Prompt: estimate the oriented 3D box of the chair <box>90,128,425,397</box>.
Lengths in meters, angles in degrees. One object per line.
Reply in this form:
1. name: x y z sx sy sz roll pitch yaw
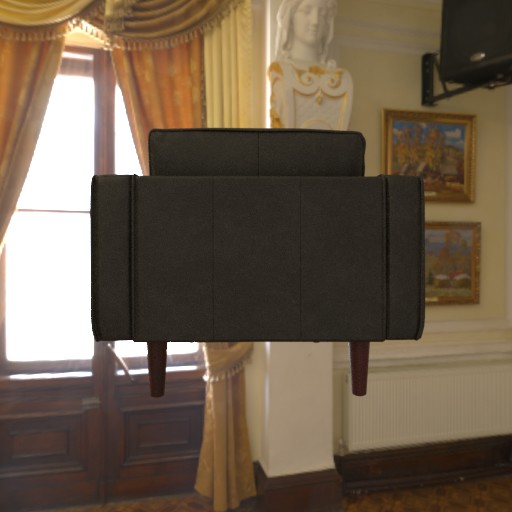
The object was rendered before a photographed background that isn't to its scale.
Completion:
1. chair: 0.000 0.000 1.587 0.889 0.763 0.914 0 0 -1
